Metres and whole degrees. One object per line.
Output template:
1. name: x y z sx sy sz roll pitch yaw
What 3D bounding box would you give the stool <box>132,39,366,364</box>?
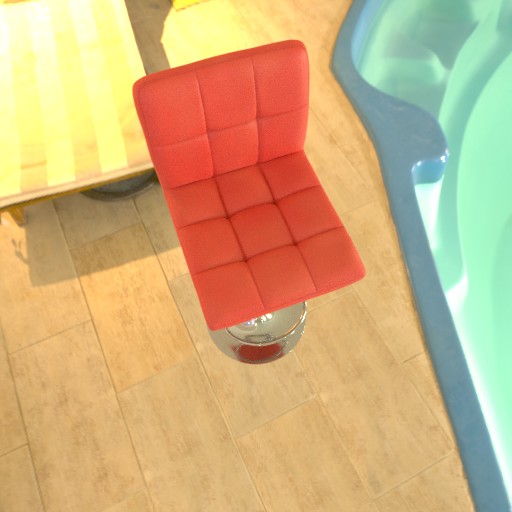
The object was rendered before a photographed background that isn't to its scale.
1. stool: 0.000 0.000 1.387 0.430 1.115 0.505 -18 65 -9
